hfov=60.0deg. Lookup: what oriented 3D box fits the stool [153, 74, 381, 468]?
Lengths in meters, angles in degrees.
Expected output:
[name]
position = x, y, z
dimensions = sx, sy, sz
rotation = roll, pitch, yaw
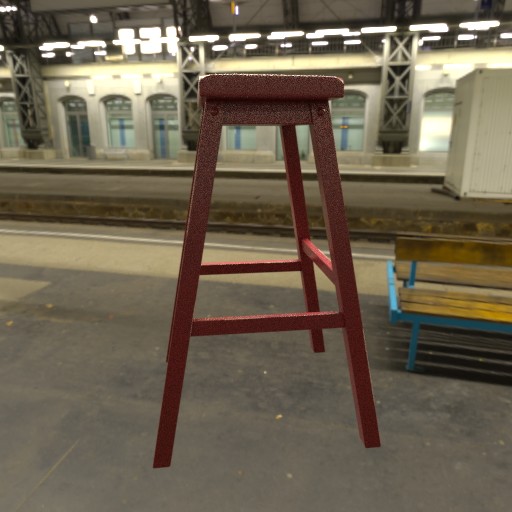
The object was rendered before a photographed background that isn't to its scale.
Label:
[stool]
position = 0.000, 0.000, 1.031
dimensions = 0.476, 0.737, 0.457
rotation = -2, 16, -7
